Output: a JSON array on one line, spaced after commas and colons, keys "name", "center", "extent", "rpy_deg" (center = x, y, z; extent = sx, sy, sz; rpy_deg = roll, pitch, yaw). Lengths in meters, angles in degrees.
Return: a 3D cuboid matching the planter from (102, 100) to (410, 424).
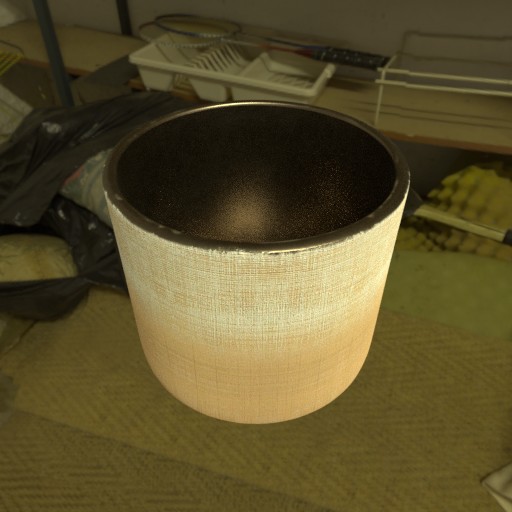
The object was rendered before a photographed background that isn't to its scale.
[{"name": "planter", "center": [0.000, 0.000, 0.440], "extent": [0.254, 0.221, 0.254], "rpy_deg": [0, 41, 0]}]
